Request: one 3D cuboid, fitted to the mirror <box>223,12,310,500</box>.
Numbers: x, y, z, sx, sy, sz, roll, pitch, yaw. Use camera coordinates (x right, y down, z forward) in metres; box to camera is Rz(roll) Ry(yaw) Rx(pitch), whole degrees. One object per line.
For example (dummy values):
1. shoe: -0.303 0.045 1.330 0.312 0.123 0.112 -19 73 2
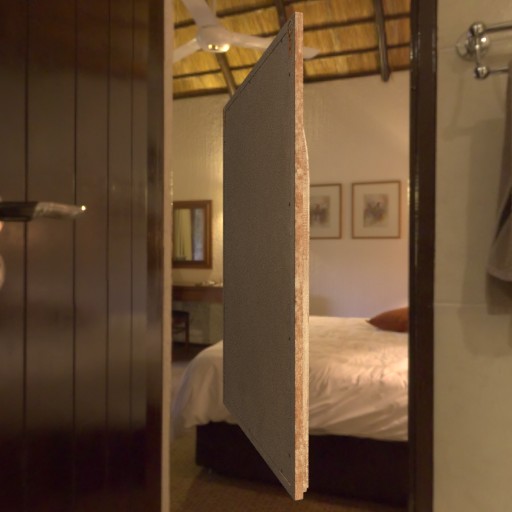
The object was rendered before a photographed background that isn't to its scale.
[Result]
1. mirror: 0.000 0.000 0.951 0.058 0.787 0.495 0 0 -18
